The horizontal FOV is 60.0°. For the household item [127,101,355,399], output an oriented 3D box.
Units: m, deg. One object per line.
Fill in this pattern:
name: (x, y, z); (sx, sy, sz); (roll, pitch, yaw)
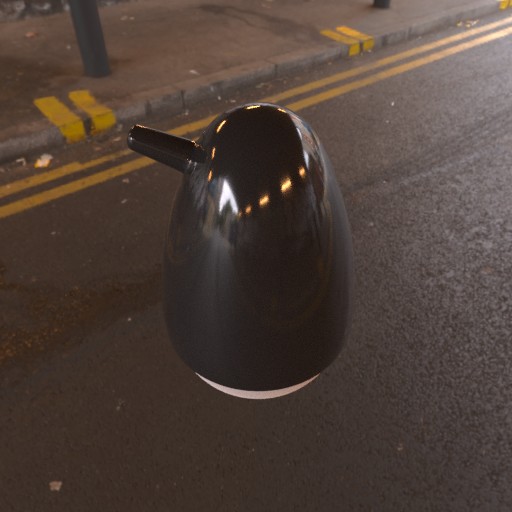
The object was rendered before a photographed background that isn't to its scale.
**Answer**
household item: (0.000, 0.000, 0.220); (0.104, 0.152, 0.102); (1, 42, 1)
